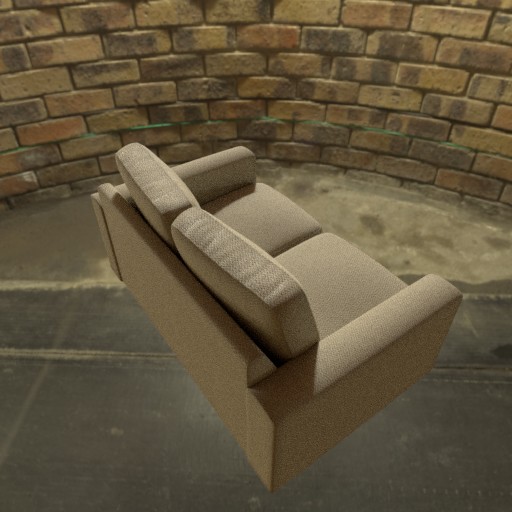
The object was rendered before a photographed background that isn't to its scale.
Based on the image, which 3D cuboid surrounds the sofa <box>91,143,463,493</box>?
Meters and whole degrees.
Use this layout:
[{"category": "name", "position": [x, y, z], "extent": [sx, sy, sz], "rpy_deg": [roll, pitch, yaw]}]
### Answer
[{"category": "sofa", "position": [0.000, 0.000, 2.159], "extent": [1.016, 0.873, 1.616], "rpy_deg": [-25, 47, -26]}]
